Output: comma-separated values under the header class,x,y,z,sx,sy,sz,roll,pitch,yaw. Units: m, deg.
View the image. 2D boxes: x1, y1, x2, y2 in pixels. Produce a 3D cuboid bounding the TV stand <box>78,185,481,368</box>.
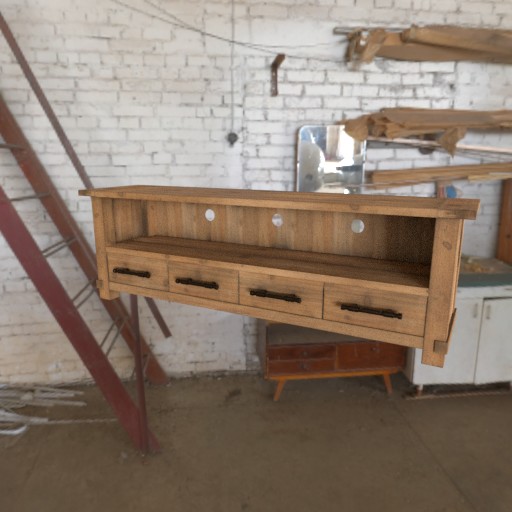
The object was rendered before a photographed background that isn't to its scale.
class,x,y,z,sx,sy,sz,roll,pitch,yaw
TV stand,0.000,0.000,2.060,1.804,0.573,0.453,7,15,27
